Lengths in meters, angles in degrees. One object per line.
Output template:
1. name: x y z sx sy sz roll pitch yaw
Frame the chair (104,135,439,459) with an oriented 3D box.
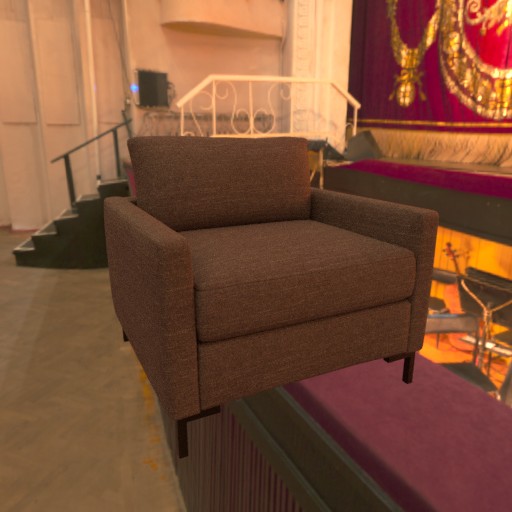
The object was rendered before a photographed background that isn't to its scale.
1. chair: 0.000 0.000 1.608 0.940 0.841 0.845 -8 17 -26
